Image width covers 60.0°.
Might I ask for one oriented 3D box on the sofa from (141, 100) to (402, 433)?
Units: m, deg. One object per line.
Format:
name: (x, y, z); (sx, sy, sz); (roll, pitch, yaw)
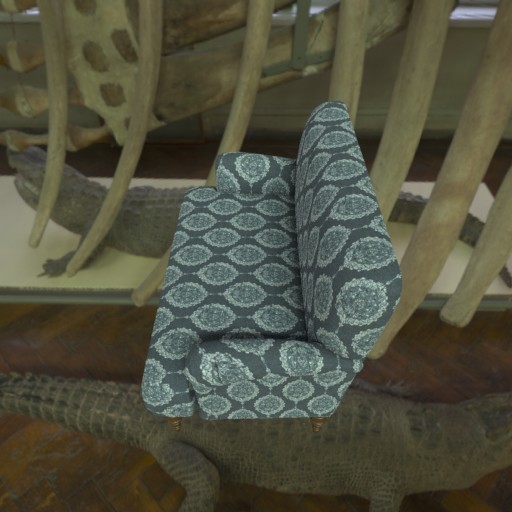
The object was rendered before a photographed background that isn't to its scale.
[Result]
sofa: (0.000, 0.000, 1.840); (0.779, 0.867, 1.297); (0, 42, 0)
